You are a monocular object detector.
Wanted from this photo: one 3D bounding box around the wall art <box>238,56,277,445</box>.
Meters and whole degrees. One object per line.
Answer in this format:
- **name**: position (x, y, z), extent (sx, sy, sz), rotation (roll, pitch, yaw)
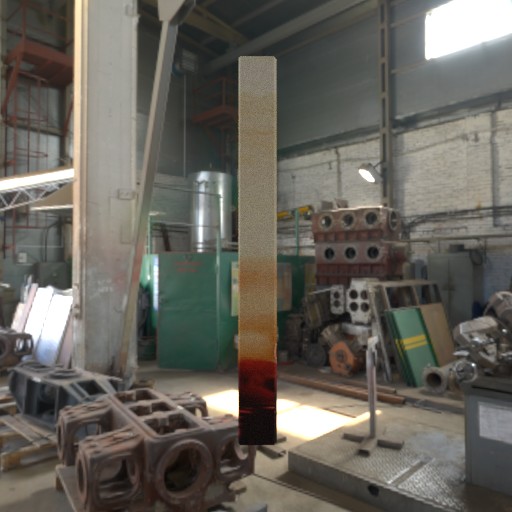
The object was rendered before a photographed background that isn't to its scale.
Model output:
- **wall art**: position (0.000, 0.000, 0.763), extent (0.040, 0.402, 0.613), rotation (0, -1, 0)
